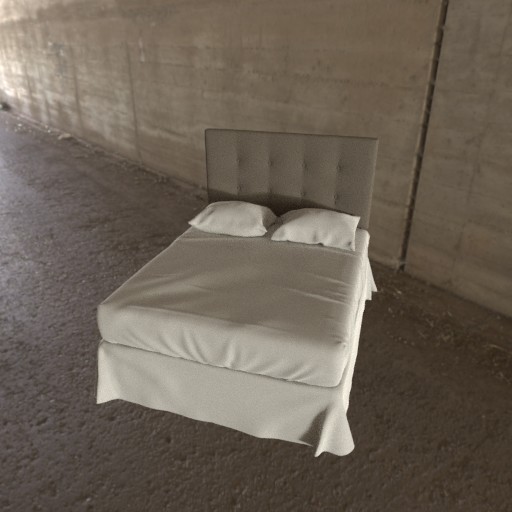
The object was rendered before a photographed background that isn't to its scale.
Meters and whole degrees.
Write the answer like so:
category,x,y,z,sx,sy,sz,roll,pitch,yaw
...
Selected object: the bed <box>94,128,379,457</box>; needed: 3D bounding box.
category,x,y,z,sx,sy,sz,roll,pitch,yaw
bed,0.000,0.000,3.541,1.936,1.577,2.222,8,27,15
